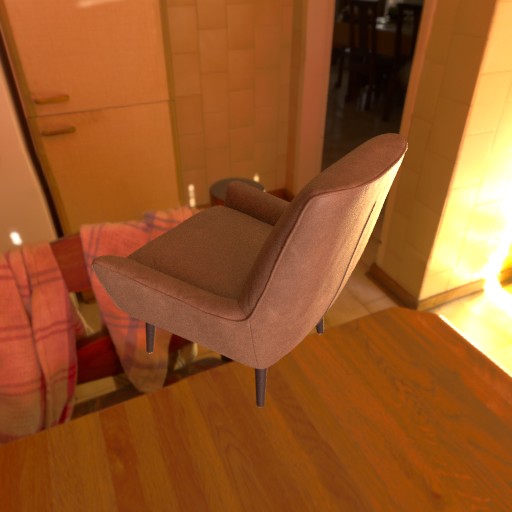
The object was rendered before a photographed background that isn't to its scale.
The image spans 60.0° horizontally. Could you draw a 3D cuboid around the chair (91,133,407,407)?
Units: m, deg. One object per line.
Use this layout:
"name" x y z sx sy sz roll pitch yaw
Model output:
"chair" 0.000 0.000 1.546 0.824 0.888 0.787 21 39 28
